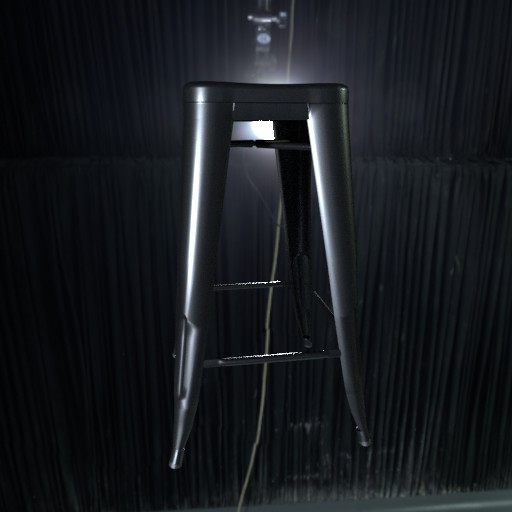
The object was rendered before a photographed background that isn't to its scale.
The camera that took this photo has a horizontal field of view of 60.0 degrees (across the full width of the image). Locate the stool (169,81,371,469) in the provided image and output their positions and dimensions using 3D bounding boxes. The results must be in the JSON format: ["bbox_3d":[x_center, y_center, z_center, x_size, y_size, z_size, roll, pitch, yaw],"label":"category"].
[{"bbox_3d":[0.000,0.000,0.863,0.359,0.609,0.399,-3,16,-9],"label":"stool"}]
